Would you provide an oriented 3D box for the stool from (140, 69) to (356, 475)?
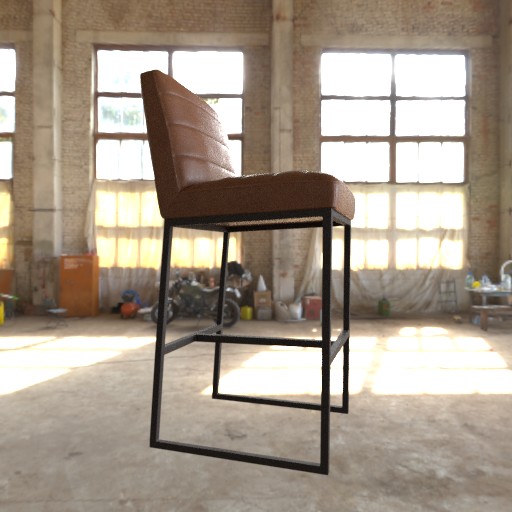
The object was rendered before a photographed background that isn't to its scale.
[{"bbox_3d":[0.000,0.000,1.337,0.556,1.040,0.458,0,1,18],"label":"stool"}]
